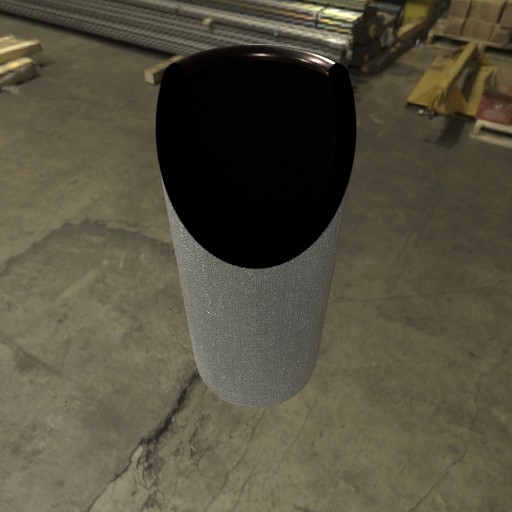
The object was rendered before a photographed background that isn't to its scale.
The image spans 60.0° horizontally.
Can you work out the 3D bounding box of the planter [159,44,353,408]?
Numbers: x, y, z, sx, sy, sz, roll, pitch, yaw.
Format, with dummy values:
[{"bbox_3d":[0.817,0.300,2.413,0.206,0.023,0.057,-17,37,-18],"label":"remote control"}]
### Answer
[{"bbox_3d":[0.000,0.000,0.129,0.045,0.103,0.045,23,50,21],"label":"planter"}]
